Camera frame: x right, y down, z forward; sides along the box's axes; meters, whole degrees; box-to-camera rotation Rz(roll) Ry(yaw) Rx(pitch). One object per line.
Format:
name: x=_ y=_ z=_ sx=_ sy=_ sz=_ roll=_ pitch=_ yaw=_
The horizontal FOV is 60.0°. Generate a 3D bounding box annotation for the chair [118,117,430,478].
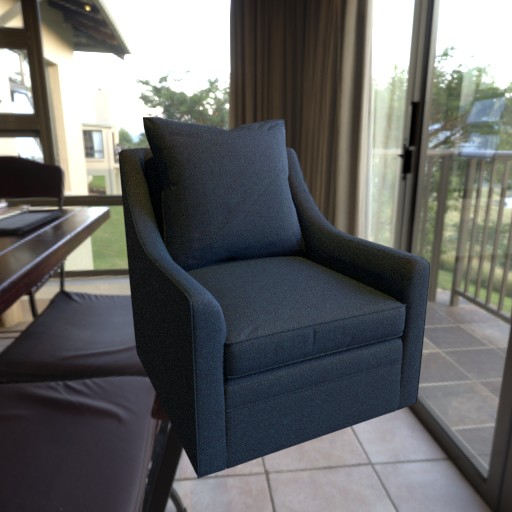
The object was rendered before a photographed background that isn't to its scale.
chair: x=0.000 y=0.000 z=1.541 sx=0.750 sy=0.939 sz=0.870 roll=-7 pitch=17 yaw=-25
